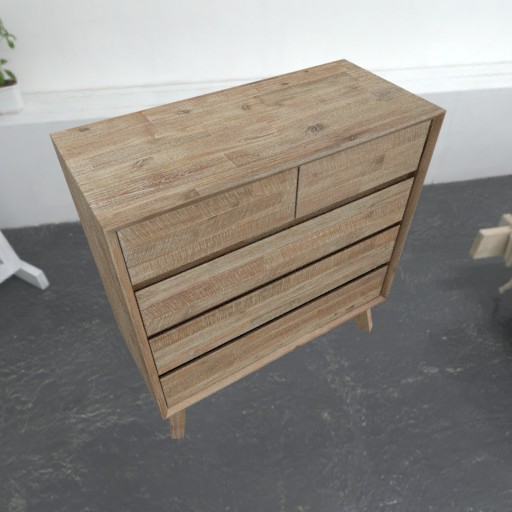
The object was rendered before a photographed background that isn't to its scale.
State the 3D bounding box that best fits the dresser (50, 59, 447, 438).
[{"bbox_3d":[0.000,0.000,1.573,0.998,1.029,0.455,-23,49,-22],"label":"dresser"}]
